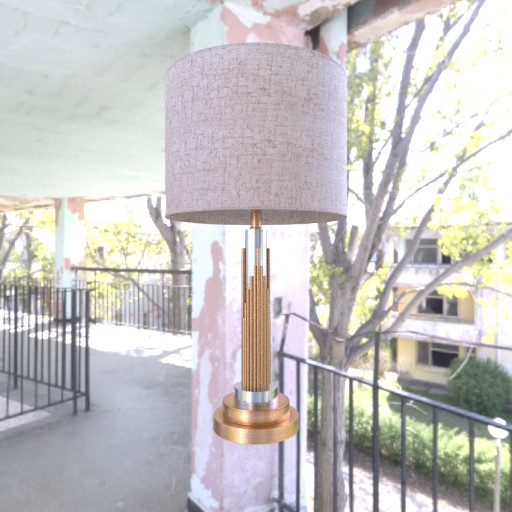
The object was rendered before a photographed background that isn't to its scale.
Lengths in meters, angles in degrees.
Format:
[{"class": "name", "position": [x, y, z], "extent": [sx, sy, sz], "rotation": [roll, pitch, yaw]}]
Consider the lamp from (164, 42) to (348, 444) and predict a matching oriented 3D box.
[{"class": "lamp", "position": [0.000, 0.000, 0.793], "extent": [0.321, 0.610, 0.321], "rotation": [0, 0, -35]}]
